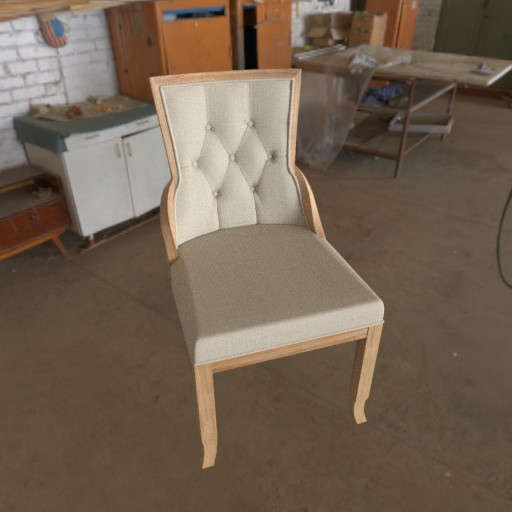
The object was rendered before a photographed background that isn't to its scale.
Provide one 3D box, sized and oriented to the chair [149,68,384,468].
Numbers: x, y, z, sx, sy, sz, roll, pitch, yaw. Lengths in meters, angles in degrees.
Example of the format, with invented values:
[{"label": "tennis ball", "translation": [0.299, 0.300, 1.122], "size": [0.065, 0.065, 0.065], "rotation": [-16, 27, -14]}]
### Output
[{"label": "chair", "translation": [0.000, 0.000, 1.331], "size": [0.524, 0.947, 0.641], "rotation": [-10, 33, -15]}]
